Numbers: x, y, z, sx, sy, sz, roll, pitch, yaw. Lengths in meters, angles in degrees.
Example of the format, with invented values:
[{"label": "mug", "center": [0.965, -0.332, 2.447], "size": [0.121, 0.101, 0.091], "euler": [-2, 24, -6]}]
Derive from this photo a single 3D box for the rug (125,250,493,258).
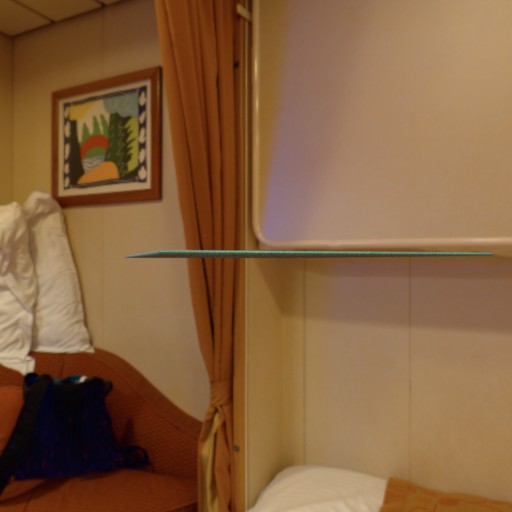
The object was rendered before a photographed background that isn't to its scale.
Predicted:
[{"label": "rug", "center": [0.000, 0.000, 3.467], "size": [1.830, 0.018, 2.769], "euler": [0, -1, -19]}]
